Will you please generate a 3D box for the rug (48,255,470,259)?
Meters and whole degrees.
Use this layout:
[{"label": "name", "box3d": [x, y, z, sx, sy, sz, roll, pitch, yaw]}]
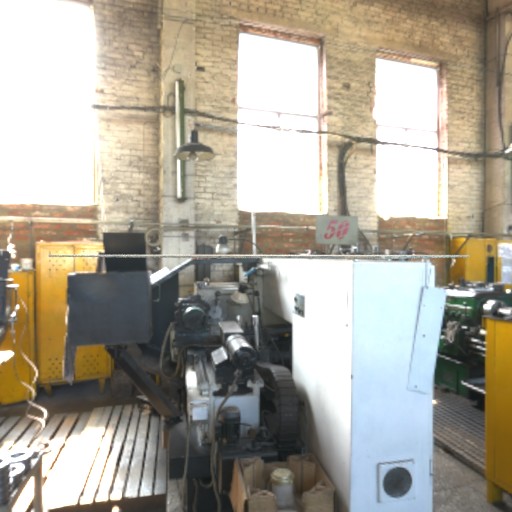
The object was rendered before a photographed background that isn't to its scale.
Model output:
[{"label": "rug", "box3d": [0.000, 0.000, 2.321, 1.820, 0.009, 1.260, 0, 0, 36]}]
